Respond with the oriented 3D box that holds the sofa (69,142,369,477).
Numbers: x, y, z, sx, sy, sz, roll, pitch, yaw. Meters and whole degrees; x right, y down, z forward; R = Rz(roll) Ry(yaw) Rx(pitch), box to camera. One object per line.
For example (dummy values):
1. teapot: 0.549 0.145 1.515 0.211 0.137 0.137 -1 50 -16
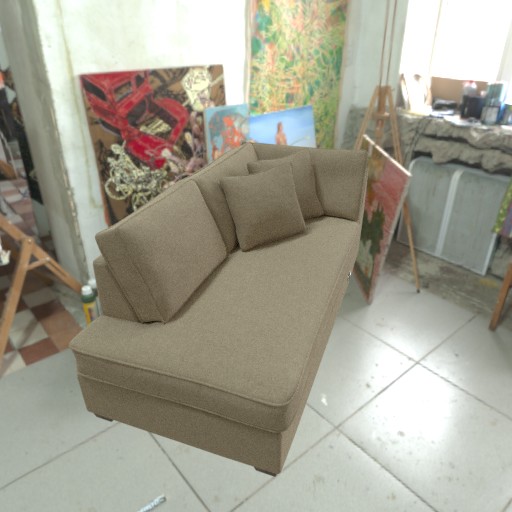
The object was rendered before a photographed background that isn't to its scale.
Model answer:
1. sofa: 0.000 0.000 2.812 1.110 1.033 2.237 10 31 18
